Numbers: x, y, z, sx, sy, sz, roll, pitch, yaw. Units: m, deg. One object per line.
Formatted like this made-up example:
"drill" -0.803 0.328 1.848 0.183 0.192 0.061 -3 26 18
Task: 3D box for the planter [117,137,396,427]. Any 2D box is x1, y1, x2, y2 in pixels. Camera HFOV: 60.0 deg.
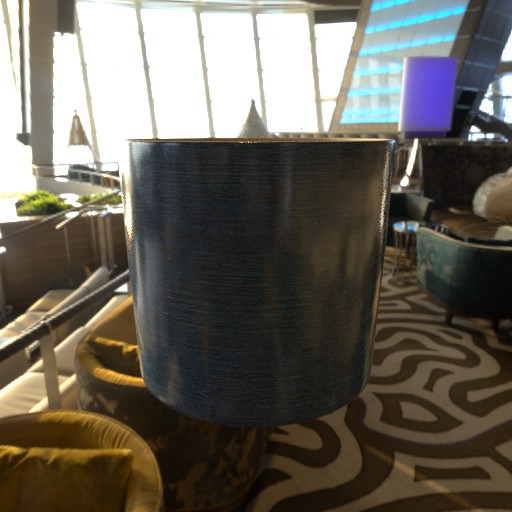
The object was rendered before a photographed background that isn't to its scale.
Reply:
"planter" 0.000 0.000 0.394 0.221 0.201 0.221 0 16 0
